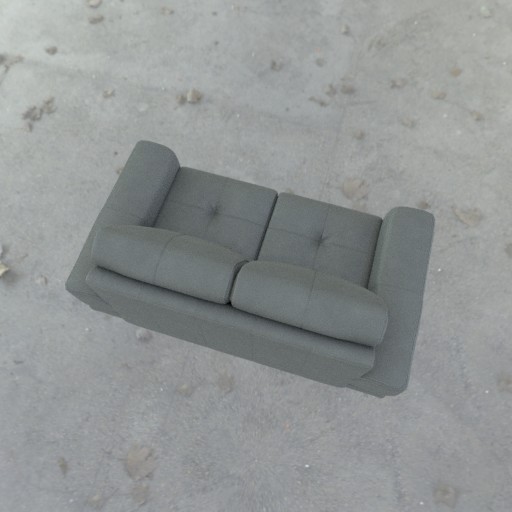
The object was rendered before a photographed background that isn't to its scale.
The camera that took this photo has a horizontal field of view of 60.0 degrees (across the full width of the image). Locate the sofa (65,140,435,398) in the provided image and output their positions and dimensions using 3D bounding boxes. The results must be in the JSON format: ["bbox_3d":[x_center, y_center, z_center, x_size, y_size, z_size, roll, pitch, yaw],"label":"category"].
[{"bbox_3d":[0.000,0.000,2.425,1.806,0.907,1.018,16,66,7],"label":"sofa"}]
